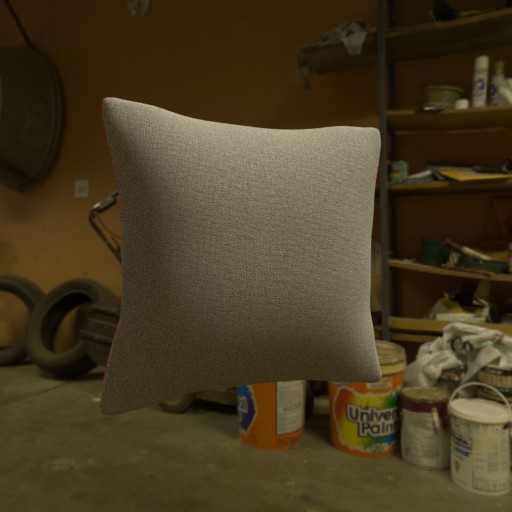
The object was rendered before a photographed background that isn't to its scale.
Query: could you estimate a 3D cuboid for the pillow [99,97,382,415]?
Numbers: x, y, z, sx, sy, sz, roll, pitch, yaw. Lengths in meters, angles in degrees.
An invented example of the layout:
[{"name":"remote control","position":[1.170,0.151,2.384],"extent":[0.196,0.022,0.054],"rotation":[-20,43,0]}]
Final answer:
[{"name":"pillow","position":[0.000,0.000,0.653],"extent":[0.437,0.419,0.136],"rotation":[0,1,-20]}]
